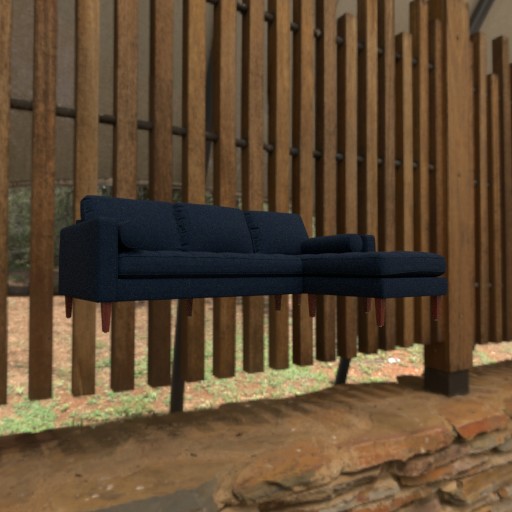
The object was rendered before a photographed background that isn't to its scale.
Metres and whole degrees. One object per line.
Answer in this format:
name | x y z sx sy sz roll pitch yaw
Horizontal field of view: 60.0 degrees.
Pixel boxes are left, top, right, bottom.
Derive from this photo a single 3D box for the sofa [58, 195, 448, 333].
sofa | 0.000 0.000 2.980 2.185 0.841 1.613 1 -2 -35
